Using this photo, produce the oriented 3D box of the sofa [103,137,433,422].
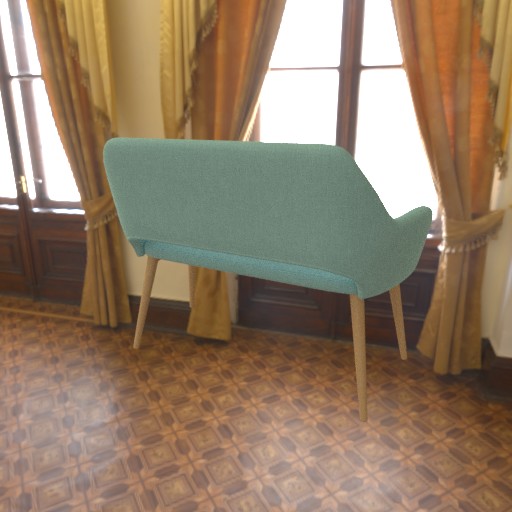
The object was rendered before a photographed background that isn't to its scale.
[{"bbox_3d":[0.000,0.000,1.610,1.150,0.840,0.610,9,20,27],"label":"sofa"}]
